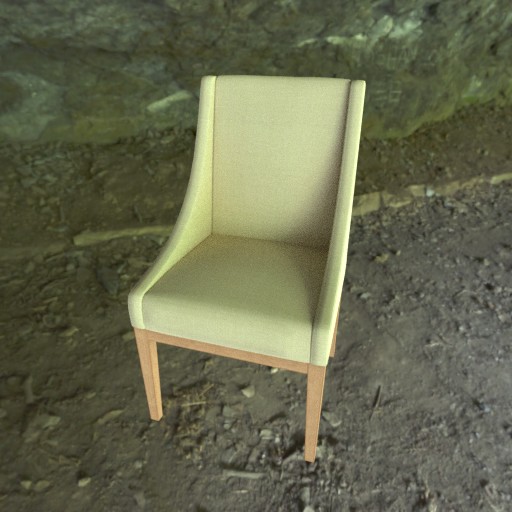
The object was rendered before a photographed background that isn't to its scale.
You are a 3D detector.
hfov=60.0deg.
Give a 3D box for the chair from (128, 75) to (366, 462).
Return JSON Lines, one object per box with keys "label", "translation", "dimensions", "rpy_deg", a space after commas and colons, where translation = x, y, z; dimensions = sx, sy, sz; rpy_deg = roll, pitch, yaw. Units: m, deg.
{"label": "chair", "translation": [0.000, 0.000, 1.412], "dimensions": [0.575, 1.021, 0.611], "rpy_deg": [8, 28, 16]}
